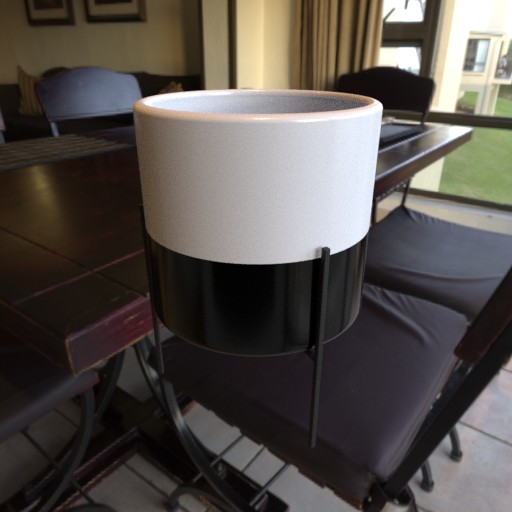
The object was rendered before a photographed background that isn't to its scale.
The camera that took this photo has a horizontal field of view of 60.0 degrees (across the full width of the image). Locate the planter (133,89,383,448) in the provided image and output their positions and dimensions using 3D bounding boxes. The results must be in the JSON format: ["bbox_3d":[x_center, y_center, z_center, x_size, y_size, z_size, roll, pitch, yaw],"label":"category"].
[{"bbox_3d":[0.000,0.000,0.642,0.310,0.432,0.310,8,26,16],"label":"planter"}]
